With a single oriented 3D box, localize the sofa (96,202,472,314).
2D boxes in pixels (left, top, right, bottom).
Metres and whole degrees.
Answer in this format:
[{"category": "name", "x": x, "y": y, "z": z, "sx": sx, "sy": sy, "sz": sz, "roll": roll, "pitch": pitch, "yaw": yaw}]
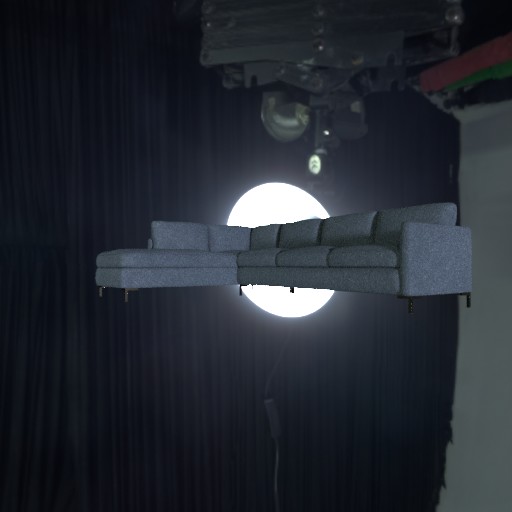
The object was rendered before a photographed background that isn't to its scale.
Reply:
[{"category": "sofa", "x": 0.000, "y": 0.000, "z": 3.979, "sx": 2.007, "sy": 0.815, "sz": 2.949, "roll": 1, "pitch": -1, "yaw": -36}]
